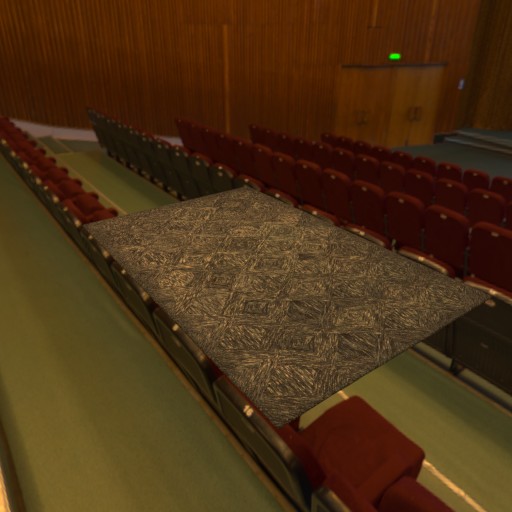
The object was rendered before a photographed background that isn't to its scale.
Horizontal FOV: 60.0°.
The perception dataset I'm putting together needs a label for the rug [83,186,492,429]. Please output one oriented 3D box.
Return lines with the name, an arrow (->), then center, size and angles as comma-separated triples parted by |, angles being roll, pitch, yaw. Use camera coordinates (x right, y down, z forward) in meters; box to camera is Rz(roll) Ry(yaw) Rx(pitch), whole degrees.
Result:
rug -> 0.000, 0.000, 2.158 | 1.139, 0.010, 1.754 | -19, 33, -32
